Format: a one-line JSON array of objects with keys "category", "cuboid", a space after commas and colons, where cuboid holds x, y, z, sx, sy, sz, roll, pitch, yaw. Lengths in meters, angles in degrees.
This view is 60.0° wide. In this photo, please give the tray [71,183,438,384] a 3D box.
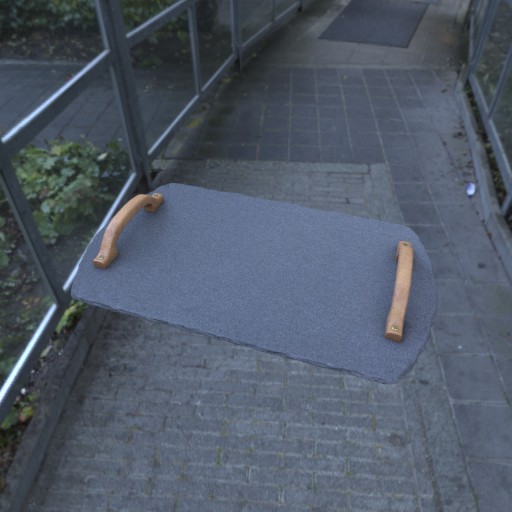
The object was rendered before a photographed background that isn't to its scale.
[{"category": "tray", "cuboid": [0.000, 0.000, 0.489, 0.387, 0.062, 0.231, 12, 43, 14]}]
